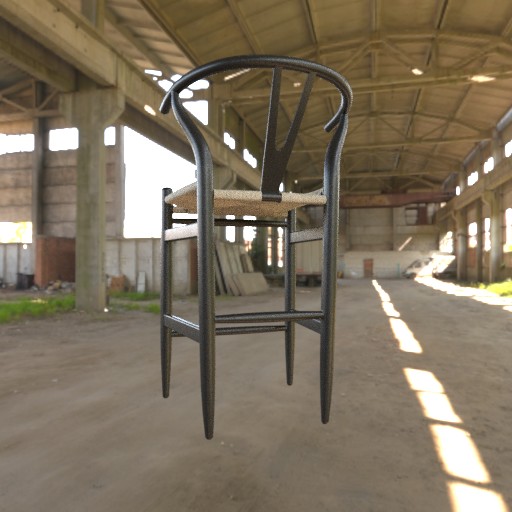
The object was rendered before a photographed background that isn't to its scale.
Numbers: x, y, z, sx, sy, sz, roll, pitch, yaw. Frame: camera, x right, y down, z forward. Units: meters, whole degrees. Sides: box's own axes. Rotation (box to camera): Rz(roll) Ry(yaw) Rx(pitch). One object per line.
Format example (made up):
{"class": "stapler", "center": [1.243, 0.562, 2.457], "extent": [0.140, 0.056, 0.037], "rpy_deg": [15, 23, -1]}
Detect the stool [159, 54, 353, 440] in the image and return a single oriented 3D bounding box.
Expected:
{"class": "stool", "center": [0.000, 0.000, 1.344], "extent": [0.569, 0.970, 0.579], "rpy_deg": [0, -1, -19]}
